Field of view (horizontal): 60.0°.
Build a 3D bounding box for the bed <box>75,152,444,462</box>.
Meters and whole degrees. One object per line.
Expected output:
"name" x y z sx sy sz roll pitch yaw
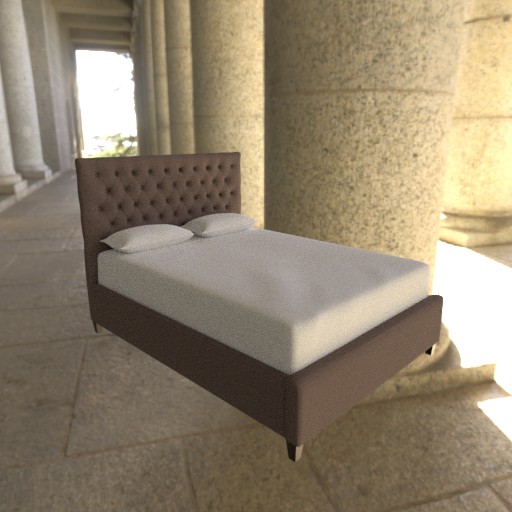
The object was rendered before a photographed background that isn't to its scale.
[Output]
"bed" 0.000 0.000 3.341 2.233 1.426 1.696 15 21 43
